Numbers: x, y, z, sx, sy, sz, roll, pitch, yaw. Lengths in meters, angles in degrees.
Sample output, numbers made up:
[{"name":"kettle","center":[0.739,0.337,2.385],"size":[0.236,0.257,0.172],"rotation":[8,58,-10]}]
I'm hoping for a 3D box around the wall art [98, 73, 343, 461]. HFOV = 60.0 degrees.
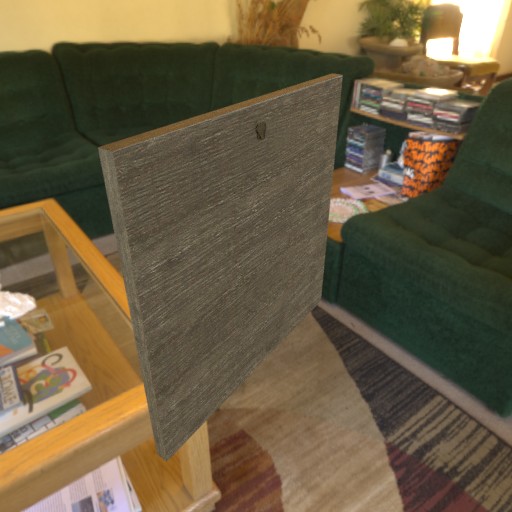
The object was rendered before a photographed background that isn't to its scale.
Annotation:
[{"name":"wall art","center":[0.000,0.000,0.680],"size":[0.027,0.459,0.462],"rotation":[21,37,30]}]
